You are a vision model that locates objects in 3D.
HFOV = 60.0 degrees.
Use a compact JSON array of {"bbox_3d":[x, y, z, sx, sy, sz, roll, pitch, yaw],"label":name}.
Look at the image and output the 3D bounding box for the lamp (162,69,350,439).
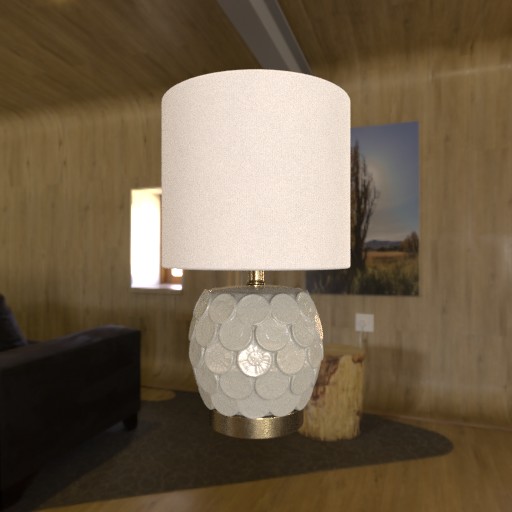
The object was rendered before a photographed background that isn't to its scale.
[{"bbox_3d":[0.000,0.000,0.610,0.254,0.452,0.254,0,0,0],"label":"lamp"}]
